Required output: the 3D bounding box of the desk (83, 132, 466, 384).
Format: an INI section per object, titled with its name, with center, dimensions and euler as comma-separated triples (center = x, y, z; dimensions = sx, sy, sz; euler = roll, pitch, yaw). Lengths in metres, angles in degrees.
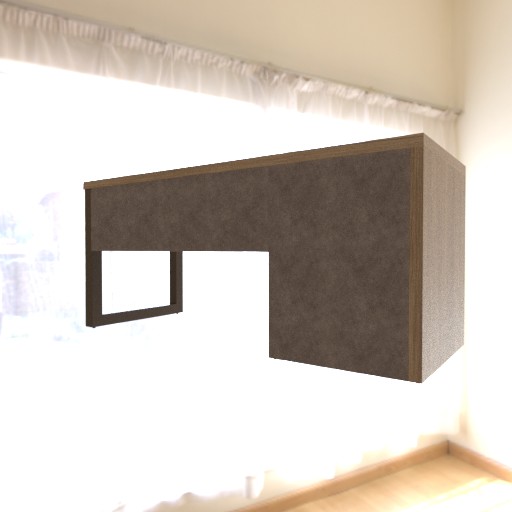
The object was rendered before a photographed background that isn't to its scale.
[desk]
center = 0.000, 0.000, 2.092
dimensions = 1.700, 0.760, 0.690
euler = 1, 1, 35
